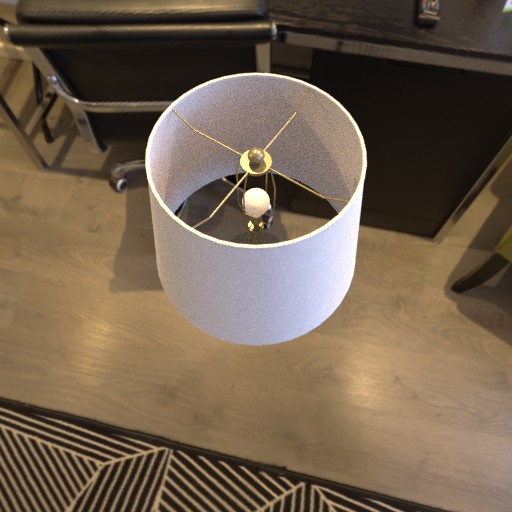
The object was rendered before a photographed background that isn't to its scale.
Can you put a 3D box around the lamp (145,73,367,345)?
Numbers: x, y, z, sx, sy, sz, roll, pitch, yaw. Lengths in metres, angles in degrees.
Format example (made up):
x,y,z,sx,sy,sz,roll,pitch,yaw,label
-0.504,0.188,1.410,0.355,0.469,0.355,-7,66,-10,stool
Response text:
x,y,z,sx,sy,sz,roll,pitch,yaw,label
0.000,0.000,0.556,0.239,0.399,0.239,0,63,0,lamp
